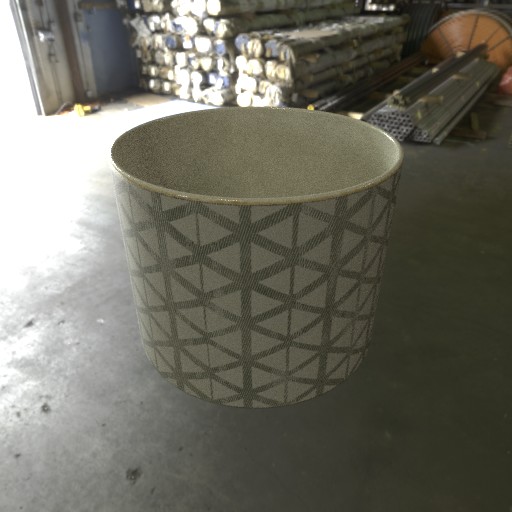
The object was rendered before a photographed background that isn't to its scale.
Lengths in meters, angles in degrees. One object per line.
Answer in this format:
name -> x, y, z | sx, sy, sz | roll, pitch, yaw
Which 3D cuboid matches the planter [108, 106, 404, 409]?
planter -> 0.000, 0.000, 0.343 | 0.190, 0.181, 0.190 | 0, 32, 0
